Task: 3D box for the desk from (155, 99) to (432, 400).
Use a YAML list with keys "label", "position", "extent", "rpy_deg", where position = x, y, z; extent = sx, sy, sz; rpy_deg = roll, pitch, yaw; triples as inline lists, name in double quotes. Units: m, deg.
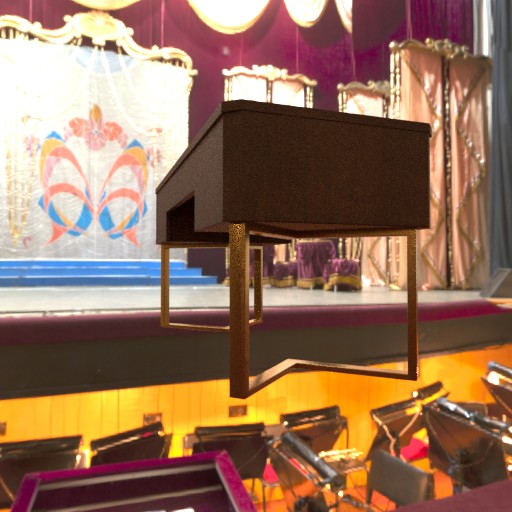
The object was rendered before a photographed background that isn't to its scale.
- label: "desk"
  position: [0.000, 0.000, 1.903]
  extent: [0.684, 0.762, 1.479]
  rpy_deg: [0, -1, -20]
